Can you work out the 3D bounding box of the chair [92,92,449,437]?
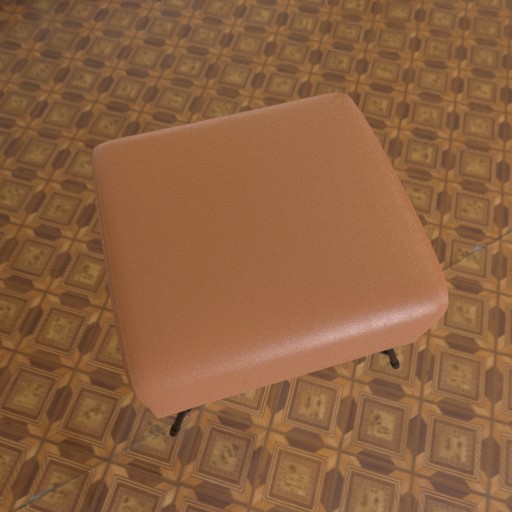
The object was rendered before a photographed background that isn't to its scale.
[{"bbox_3d":[0.000,0.000,0.898,0.530,0.410,0.530,-14,65,-7],"label":"chair"}]
